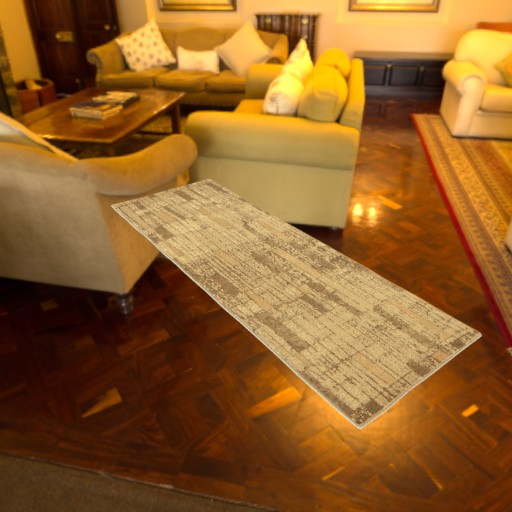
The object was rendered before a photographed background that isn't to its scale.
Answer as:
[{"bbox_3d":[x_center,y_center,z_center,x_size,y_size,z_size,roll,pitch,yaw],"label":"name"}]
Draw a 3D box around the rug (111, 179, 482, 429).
[{"bbox_3d":[0.000,0.000,2.648,0.857,0.018,2.383,-22,38,-31],"label":"rug"}]
